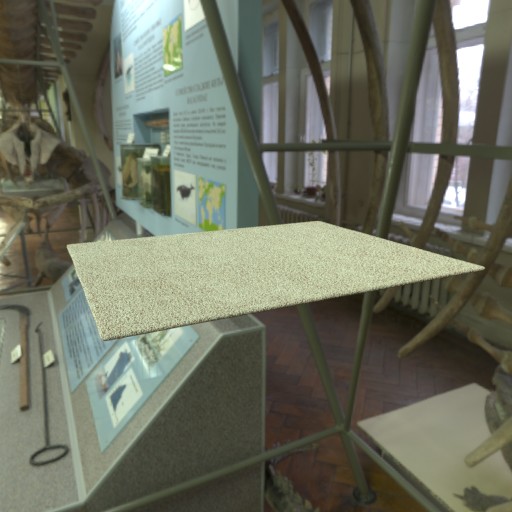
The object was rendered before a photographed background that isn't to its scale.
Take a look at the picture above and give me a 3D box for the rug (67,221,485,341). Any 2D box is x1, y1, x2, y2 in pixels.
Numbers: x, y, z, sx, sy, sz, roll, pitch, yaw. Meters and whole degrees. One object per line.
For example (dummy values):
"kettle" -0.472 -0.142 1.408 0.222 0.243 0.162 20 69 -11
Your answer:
"rug" 0.000 0.000 4.062 3.047 0.029 2.438 -7 16 -26
